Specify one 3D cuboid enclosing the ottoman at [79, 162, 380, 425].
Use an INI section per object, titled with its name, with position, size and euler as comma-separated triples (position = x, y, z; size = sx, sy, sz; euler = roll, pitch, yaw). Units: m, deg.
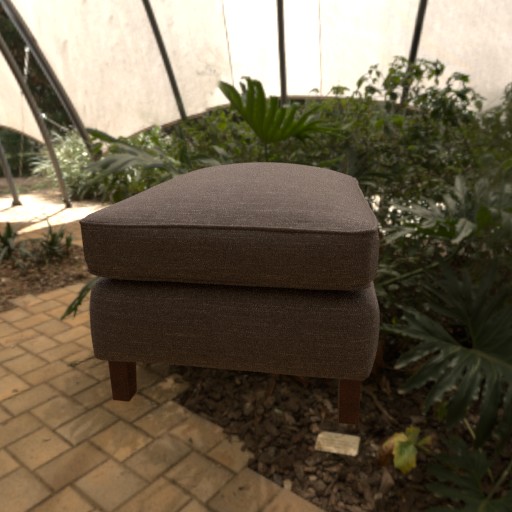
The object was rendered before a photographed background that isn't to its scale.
[ottoman]
position = 0.000, 0.000, 1.012
size = 0.508, 0.406, 0.686
euler = 3, 17, 9
